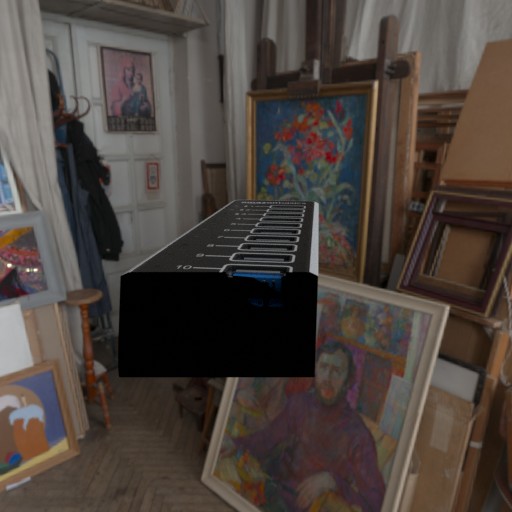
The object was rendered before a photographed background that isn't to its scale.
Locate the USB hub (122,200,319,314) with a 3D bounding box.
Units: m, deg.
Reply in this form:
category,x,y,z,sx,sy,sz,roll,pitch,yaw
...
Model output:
category,x,y,z,sx,sy,sz,roll,pitch,yaw
USB hub,0.000,0.000,0.161,0.044,0.023,0.145,2,14,8
